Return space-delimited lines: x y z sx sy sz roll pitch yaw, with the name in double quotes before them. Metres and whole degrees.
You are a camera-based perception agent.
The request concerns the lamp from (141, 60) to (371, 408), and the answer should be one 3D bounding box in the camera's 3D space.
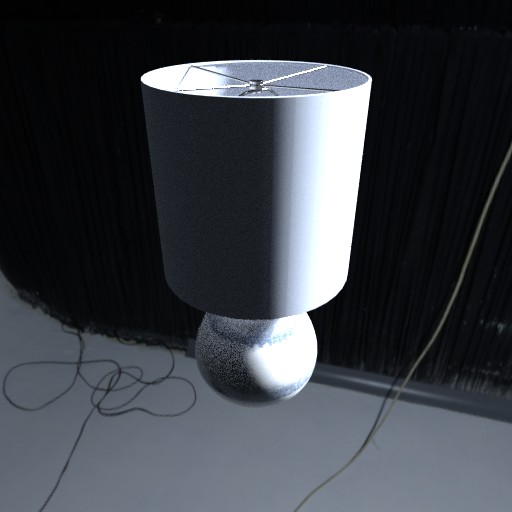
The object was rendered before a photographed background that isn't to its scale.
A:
"lamp" 0.000 0.000 0.528 0.216 0.404 0.216 9 32 14
